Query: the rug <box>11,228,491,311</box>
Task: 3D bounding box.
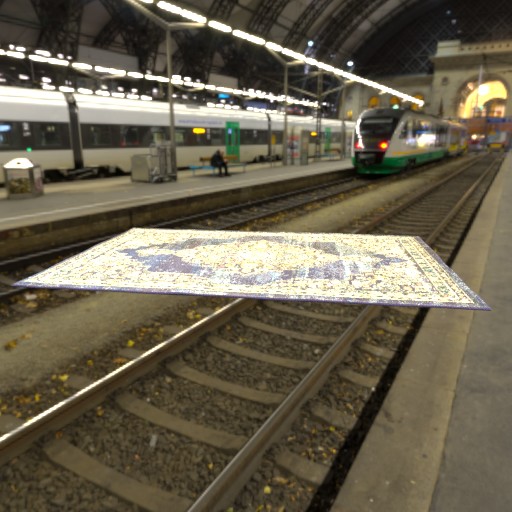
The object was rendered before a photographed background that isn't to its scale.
[{"bbox_3d":[0.000,0.000,2.181,1.781,0.012,1.184,2,15,8],"label":"rug"}]
